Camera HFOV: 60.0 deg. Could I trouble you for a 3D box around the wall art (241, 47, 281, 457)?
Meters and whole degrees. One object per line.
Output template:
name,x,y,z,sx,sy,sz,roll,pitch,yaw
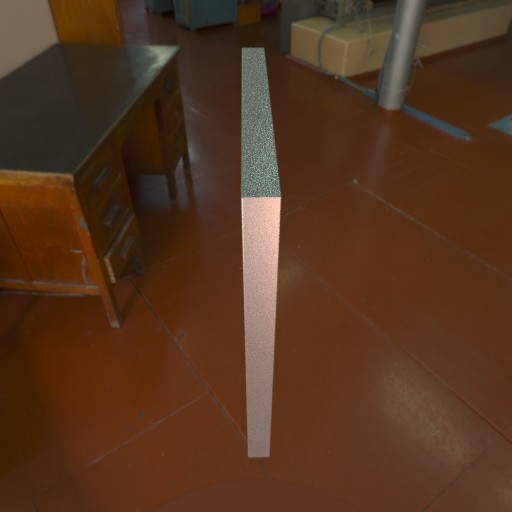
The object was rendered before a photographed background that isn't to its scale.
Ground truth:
wall art,0.000,0.000,0.770,0.038,0.549,0.452,-1,42,-1
